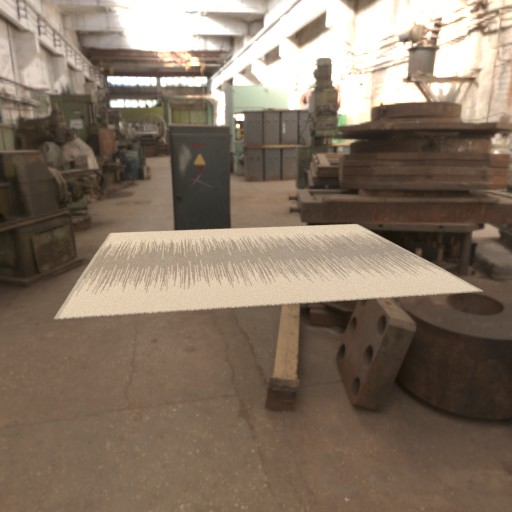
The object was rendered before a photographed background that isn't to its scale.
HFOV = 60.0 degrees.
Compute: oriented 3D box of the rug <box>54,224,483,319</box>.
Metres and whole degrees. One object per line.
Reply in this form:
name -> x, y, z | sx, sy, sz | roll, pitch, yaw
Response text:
rug -> 0.000, 0.000, 4.215 | 3.037, 0.010, 2.453 | -3, 16, -9
